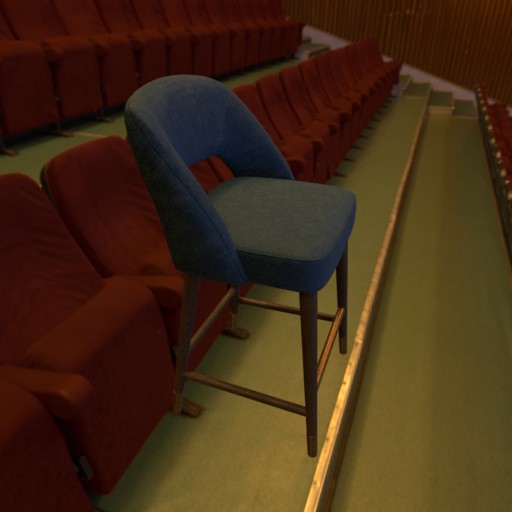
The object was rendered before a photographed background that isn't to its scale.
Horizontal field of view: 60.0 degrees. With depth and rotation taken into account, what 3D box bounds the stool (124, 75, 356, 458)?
[{"bbox_3d":[0.000,0.000,1.252,0.524,0.925,0.536,10,31,18],"label":"stool"}]
